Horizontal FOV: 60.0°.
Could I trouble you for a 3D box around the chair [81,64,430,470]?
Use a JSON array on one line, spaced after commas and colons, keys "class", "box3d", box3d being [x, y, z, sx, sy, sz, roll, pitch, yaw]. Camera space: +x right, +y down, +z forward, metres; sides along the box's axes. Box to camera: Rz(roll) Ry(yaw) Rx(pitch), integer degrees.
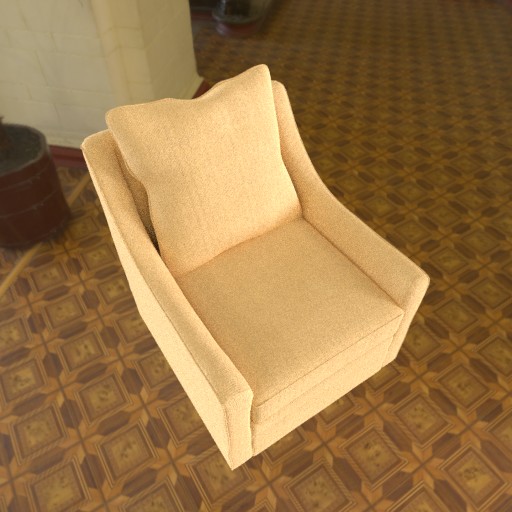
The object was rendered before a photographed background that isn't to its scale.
[{"class": "chair", "box3d": [0.000, 0.000, 1.514, 0.760, 0.927, 0.876, -26, 52, -22]}]
